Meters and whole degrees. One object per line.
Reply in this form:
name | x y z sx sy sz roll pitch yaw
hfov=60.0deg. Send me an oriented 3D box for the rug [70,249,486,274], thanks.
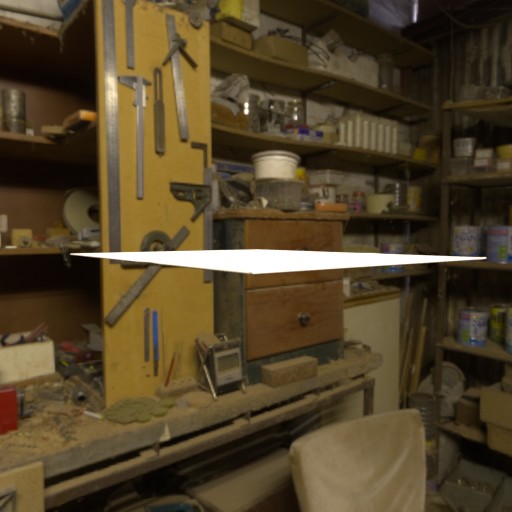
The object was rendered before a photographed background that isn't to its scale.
rug | 0.000 0.000 4.040 2.423 0.019 3.009 -2 3 -38
